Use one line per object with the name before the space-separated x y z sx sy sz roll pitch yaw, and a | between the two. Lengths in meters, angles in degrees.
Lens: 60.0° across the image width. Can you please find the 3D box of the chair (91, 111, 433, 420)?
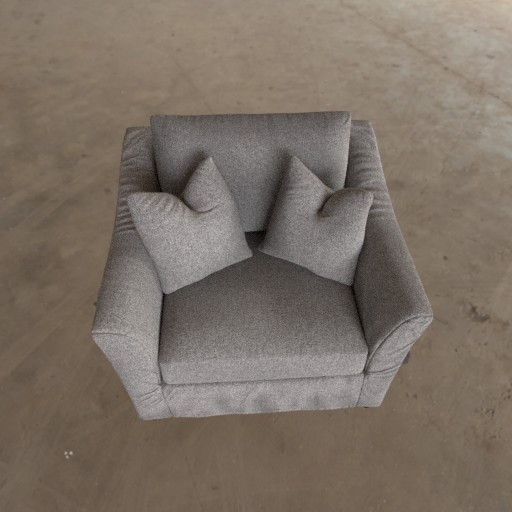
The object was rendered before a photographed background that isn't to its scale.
chair | 0.000 0.000 2.017 1.194 1.059 1.071 -2 47 -2
